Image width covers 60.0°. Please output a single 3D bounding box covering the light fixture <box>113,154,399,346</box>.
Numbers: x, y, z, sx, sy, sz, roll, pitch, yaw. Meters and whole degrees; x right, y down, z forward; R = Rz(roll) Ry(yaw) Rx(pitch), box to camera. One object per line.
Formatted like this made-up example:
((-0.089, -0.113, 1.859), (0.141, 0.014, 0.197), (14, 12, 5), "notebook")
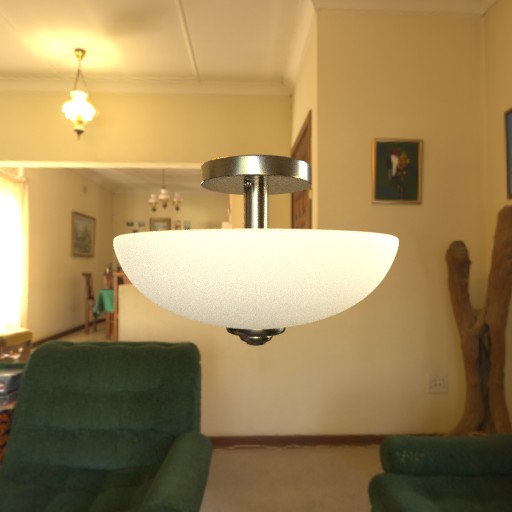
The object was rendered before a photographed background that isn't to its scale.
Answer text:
((0.000, 0.000, 0.538), (0.330, 0.214, 0.330), (0, -1, 0), "light fixture")
